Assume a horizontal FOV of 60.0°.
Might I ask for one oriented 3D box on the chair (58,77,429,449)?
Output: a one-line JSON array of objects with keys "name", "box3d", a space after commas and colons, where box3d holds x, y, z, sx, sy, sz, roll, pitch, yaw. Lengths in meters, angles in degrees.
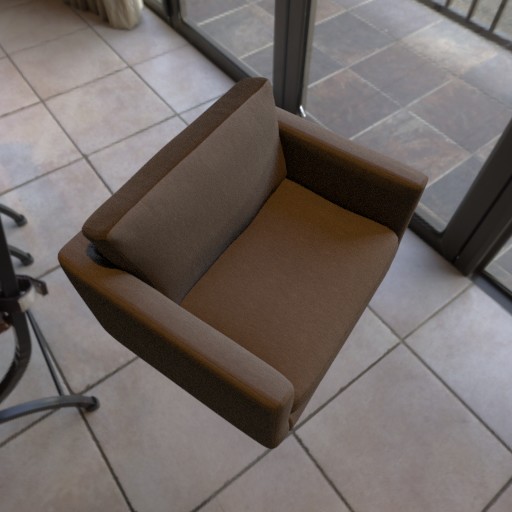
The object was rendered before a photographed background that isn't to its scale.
[{"name": "chair", "box3d": [0.000, 0.000, 1.827, 0.959, 0.963, 1.107, 30, 62, 18]}]
